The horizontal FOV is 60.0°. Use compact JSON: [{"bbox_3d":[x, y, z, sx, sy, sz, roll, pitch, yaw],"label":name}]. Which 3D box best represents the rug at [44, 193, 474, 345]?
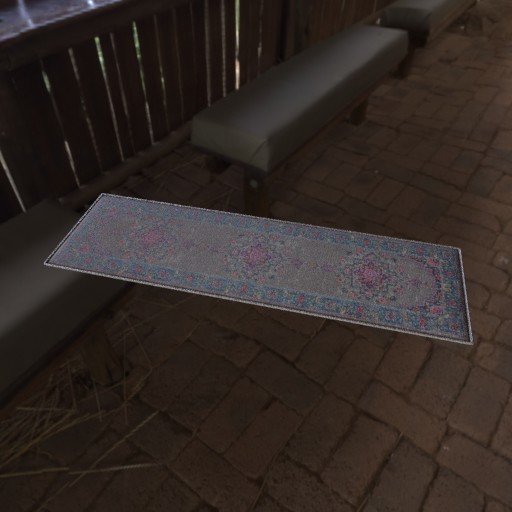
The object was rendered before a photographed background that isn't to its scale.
[{"bbox_3d":[0.000,0.000,2.020,1.827,0.012,0.553,10,45,10],"label":"rug"}]
